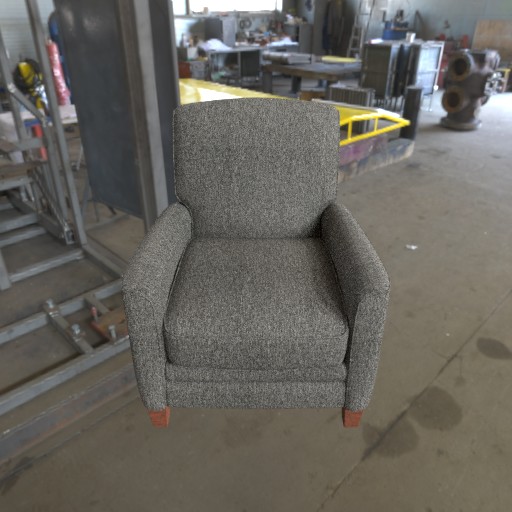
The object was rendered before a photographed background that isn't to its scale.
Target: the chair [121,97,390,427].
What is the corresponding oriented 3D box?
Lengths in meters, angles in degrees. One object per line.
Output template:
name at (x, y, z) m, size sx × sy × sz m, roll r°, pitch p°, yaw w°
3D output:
chair at (0.000, 0.000, 1.686) m, size 0.848 × 1.014 × 0.864 m, roll 0°, pitch 30°, yaw 0°
